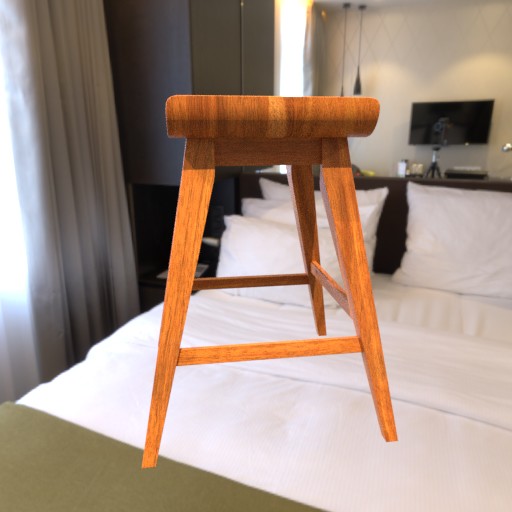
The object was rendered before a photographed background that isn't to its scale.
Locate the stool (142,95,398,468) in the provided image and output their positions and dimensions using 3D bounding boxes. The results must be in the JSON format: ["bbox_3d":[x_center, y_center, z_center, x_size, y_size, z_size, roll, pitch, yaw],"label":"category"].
[{"bbox_3d":[0.000,0.000,1.000,0.500,0.650,0.500,-2,16,-8],"label":"stool"}]
